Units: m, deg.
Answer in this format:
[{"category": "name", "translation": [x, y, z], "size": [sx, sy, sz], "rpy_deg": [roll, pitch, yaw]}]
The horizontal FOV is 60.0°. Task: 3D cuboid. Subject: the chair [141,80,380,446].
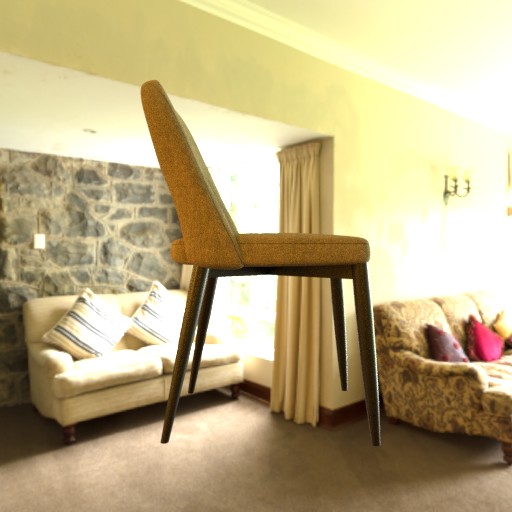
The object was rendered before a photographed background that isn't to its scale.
[{"category": "chair", "translation": [0.000, 0.000, 1.283], "size": [0.612, 0.931, 0.470], "rpy_deg": [0, 1, 1]}]
